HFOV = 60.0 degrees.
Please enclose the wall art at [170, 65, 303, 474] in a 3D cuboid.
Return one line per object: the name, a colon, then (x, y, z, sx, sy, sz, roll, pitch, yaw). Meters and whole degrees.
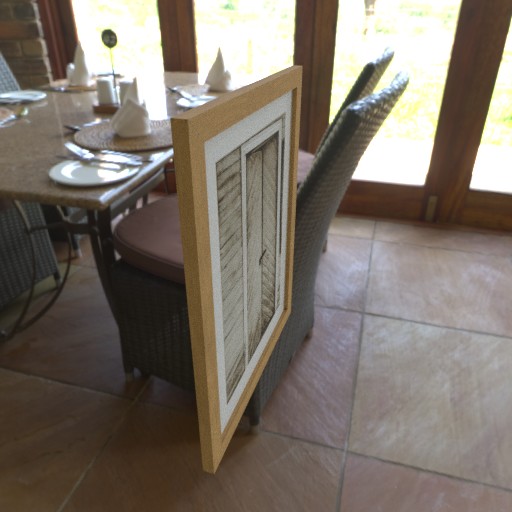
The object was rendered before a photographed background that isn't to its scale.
wall art: (0.000, 0.000, 0.768, 0.020, 0.561, 0.460, 10, 31, 17)
